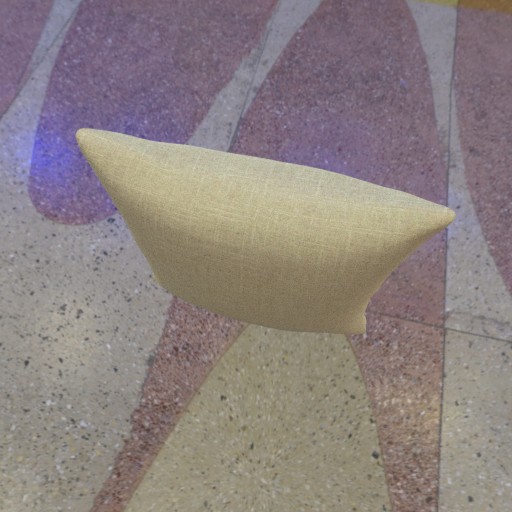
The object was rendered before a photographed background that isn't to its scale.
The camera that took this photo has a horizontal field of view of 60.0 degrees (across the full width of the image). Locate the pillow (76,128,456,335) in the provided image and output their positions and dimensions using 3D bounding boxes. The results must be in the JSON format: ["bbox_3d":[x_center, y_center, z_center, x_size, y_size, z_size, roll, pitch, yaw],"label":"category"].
[{"bbox_3d":[0.000,0.000,0.641,0.414,0.399,0.173,14,64,7],"label":"pillow"}]
